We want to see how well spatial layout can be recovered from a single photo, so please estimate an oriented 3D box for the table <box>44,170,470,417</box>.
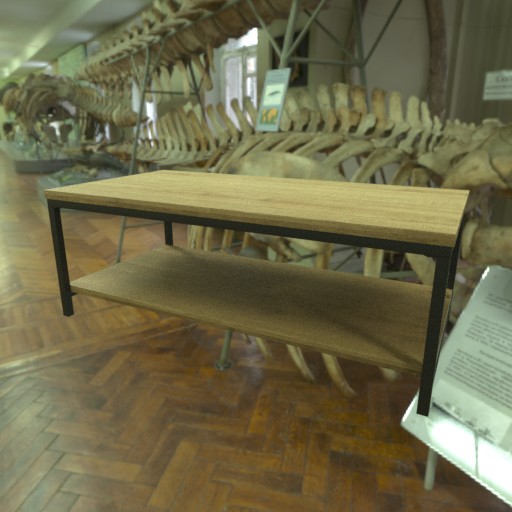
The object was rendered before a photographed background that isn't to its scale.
[{"bbox_3d":[0.000,0.000,1.340,1.100,0.399,0.551,9,20,26],"label":"table"}]
